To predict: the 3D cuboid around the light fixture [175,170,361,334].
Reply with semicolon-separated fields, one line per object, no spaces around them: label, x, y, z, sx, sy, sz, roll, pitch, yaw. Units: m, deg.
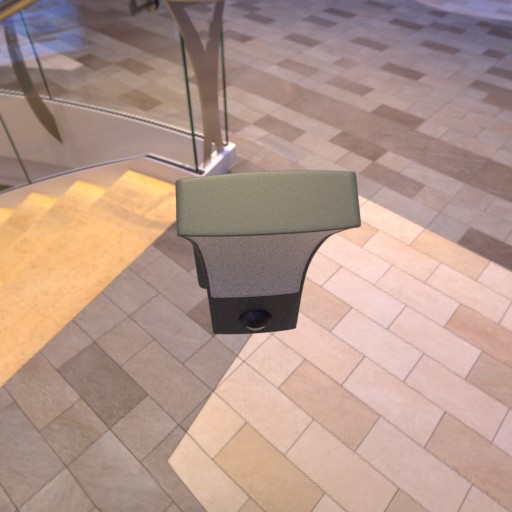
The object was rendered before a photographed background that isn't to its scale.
light fixture;0.000;0.000;0.329;0.108;0.243;0.174;-3;46;-3
